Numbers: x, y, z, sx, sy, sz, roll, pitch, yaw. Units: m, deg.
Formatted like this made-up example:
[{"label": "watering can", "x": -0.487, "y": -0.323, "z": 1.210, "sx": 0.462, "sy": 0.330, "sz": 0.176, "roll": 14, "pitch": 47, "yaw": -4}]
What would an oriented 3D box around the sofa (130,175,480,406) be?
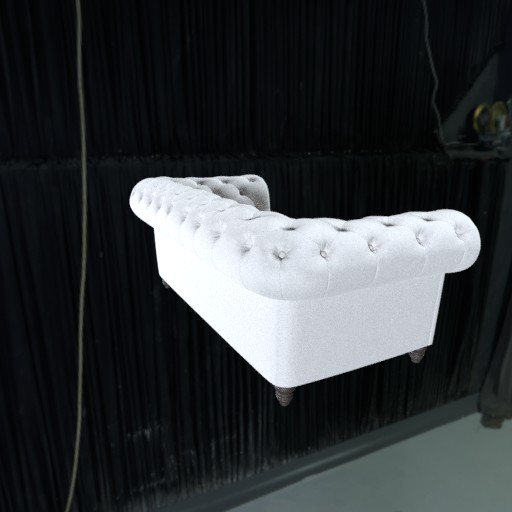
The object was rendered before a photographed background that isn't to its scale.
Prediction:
[{"label": "sofa", "x": 0.000, "y": 0.000, "z": 2.430, "sx": 0.986, "sy": 0.764, "sz": 1.998, "roll": -8, "pitch": 18, "yaw": -27}]
